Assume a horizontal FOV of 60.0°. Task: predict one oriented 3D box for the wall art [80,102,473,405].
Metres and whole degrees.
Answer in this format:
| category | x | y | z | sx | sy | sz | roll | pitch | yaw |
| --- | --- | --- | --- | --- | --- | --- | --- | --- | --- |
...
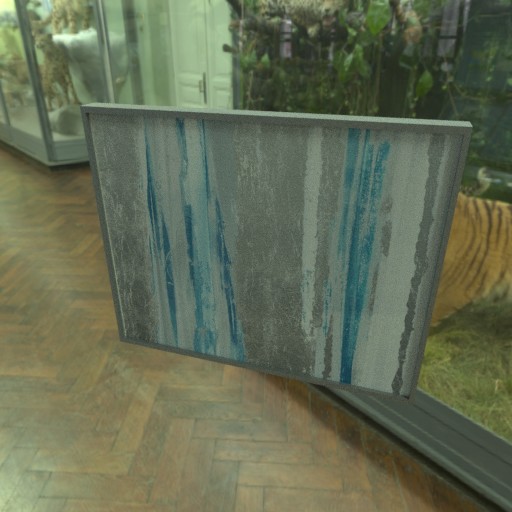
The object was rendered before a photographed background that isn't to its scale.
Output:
| category | x | y | z | sx | sy | sz | roll | pitch | yaw |
| --- | --- | --- | --- | --- | --- | --- | --- | --- | --- |
| wall art | 0.000 | 0.000 | 0.724 | 0.557 | 0.450 | 0.037 | 8 | 28 | 16 |
